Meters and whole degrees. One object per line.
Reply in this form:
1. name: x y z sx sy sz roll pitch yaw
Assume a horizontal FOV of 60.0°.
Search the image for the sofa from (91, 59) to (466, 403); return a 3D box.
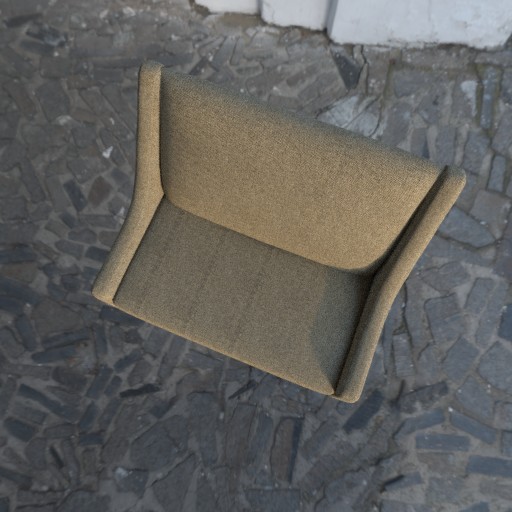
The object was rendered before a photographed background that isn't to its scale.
1. sofa: 0.000 0.000 1.932 1.242 1.021 0.870 21 76 6
